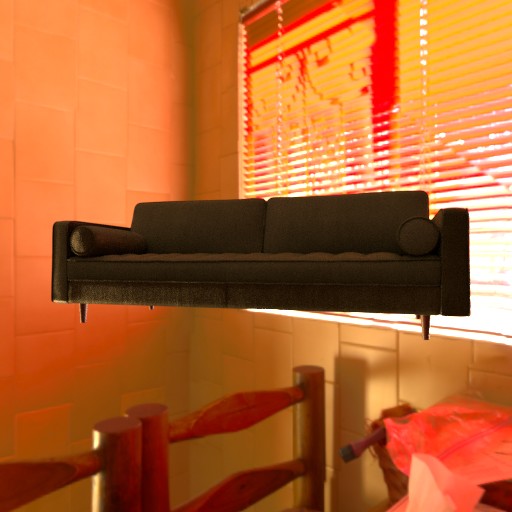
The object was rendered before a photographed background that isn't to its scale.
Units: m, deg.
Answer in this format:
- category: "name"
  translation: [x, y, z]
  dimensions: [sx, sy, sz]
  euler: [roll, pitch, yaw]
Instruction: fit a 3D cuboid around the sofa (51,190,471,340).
- category: "sofa"
  translation: [0.000, 0.000, 2.619]
  dimensions: [2.199, 0.769, 0.918]
  euler: [0, -1, 18]
